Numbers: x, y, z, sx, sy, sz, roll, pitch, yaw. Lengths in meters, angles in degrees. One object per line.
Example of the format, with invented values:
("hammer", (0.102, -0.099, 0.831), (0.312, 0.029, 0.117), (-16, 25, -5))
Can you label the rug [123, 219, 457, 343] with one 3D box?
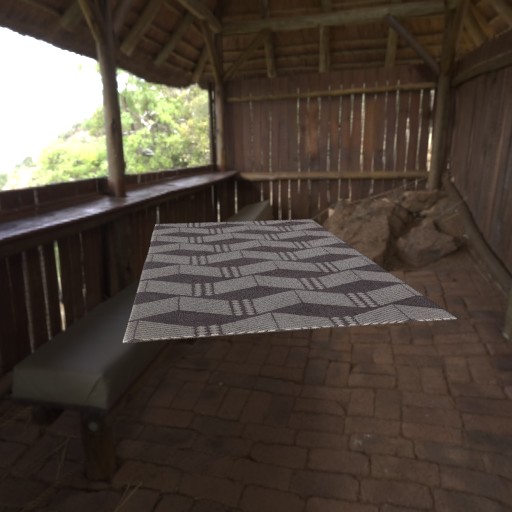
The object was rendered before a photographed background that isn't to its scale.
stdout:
("rug", (0.000, 0.000, 3.115), (1.517, 0.011, 2.435), (-3, 16, -9))
